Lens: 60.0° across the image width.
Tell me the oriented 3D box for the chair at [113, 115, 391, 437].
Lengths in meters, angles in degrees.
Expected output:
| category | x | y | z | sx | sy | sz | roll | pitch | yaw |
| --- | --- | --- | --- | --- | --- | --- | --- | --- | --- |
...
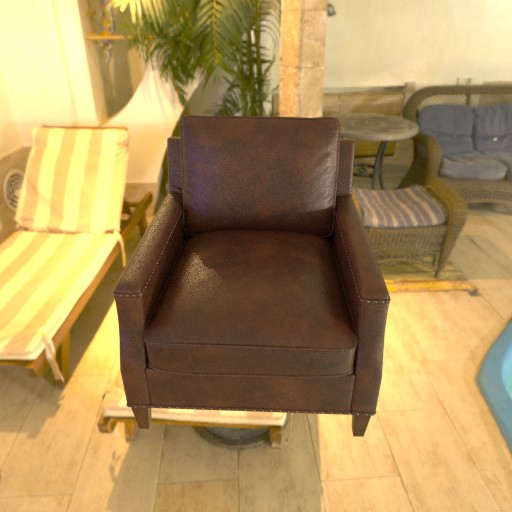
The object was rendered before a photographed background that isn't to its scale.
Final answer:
| category | x | y | z | sx | sy | sz | roll | pitch | yaw |
| --- | --- | --- | --- | --- | --- | --- | --- | --- | --- |
| chair | 0.000 | 0.000 | 1.747 | 0.853 | 0.929 | 1.014 | 1 | 29 | 2 |
